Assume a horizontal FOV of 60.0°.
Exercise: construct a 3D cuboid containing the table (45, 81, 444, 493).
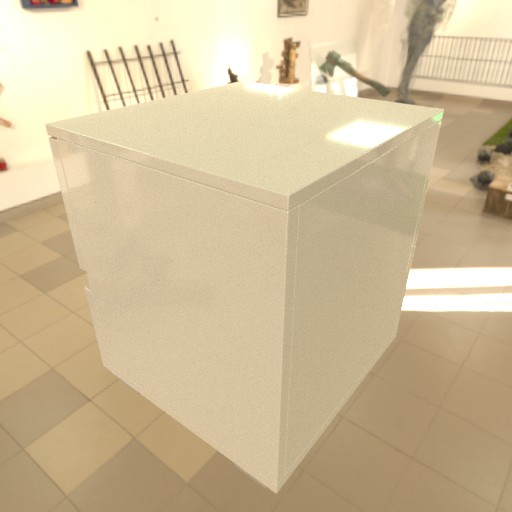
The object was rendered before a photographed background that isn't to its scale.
[{"bbox_3d":[0.000,0.000,0.759,0.400,0.470,0.420,22,37,32],"label":"table"}]
